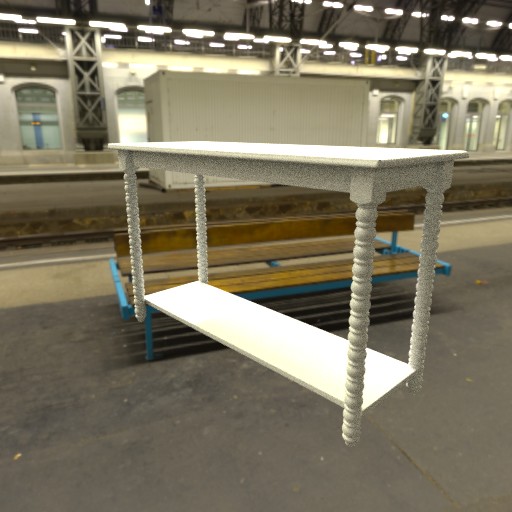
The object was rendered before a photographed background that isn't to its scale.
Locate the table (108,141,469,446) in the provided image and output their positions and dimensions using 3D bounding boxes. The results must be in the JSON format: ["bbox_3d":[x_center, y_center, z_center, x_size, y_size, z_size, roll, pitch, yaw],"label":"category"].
[{"bbox_3d":[0.000,0.000,1.544,0.459,0.740,1.184,-15,22,-42],"label":"table"}]
